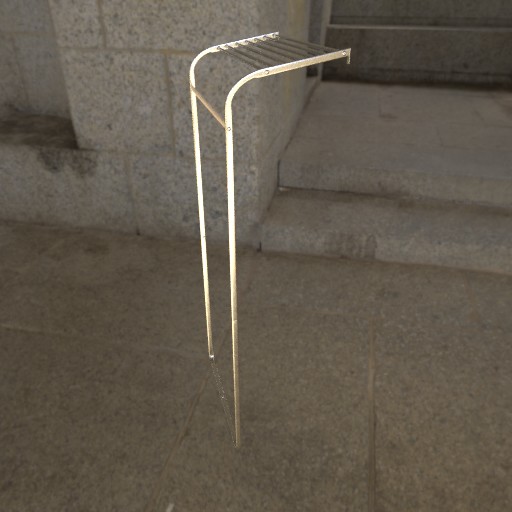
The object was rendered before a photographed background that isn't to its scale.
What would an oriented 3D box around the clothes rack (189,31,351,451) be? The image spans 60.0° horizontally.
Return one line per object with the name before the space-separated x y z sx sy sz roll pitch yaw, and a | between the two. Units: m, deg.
clothes rack | 0.000 0.000 1.788 0.349 1.574 0.609 -8 32 -14
